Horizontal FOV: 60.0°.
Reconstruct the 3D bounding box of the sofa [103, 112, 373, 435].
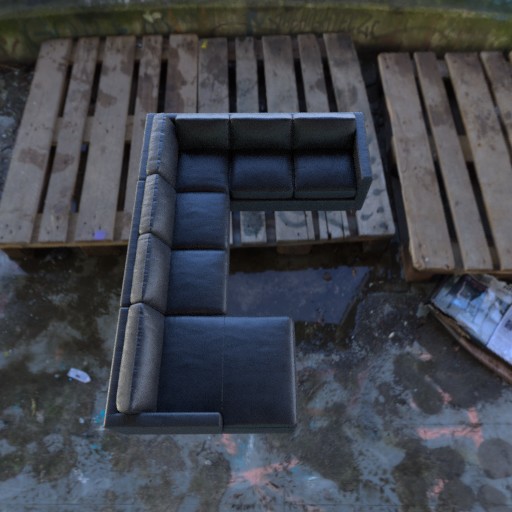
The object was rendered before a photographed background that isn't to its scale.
[{"bbox_3d":[0.000,0.000,4.510,2.452,0.891,3.324,0,63,0],"label":"sofa"}]
